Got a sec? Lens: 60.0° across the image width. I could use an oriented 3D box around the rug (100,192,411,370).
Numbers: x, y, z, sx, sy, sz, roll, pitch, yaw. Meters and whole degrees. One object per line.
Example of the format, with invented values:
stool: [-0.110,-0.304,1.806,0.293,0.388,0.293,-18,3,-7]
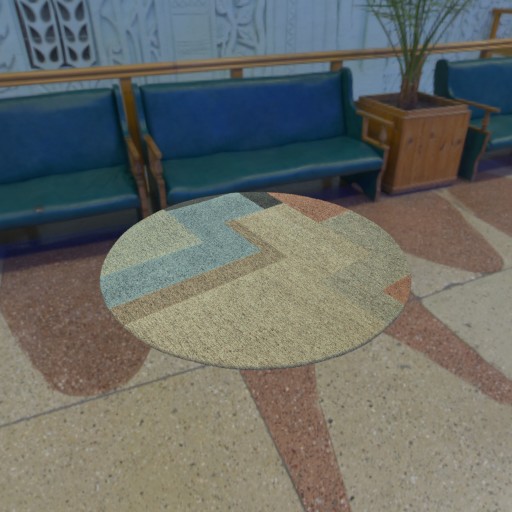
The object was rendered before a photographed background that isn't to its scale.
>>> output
rug: [0.000,0.000,3.643,2.461,0.033,2.461,0,33,0]
